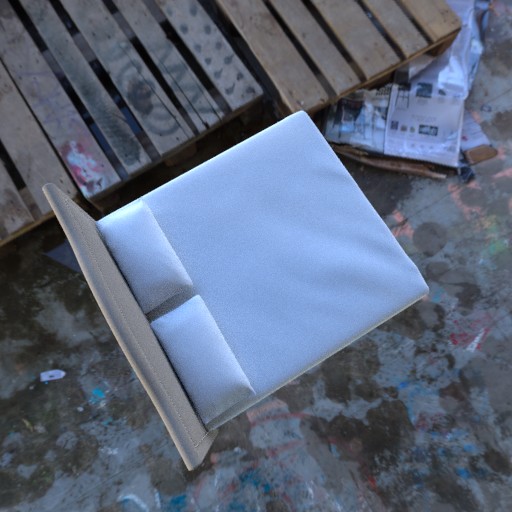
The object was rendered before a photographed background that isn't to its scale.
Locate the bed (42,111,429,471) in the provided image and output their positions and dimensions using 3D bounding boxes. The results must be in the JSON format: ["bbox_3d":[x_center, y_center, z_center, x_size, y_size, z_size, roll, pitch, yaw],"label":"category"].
[{"bbox_3d":[0.000,0.000,3.517,2.182,1.421,2.083,-30,78,-7],"label":"bed"}]
